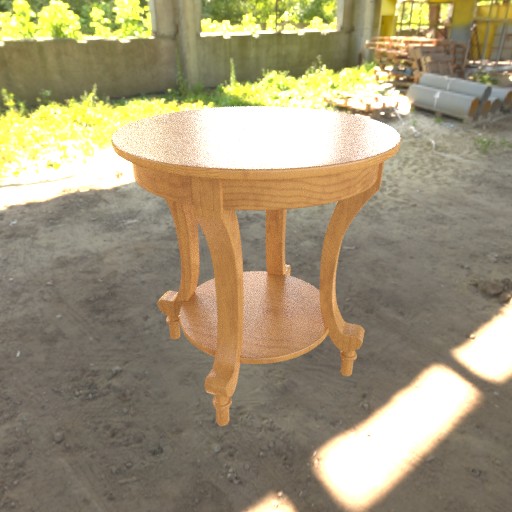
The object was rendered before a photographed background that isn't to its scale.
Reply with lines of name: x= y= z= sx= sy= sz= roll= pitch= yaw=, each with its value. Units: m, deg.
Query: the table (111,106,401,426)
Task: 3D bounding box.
table: x=0.000 y=0.000 z=1.089 sx=0.597 sy=0.612 sz=0.597 roll=0 pitch=28 yaw=0
